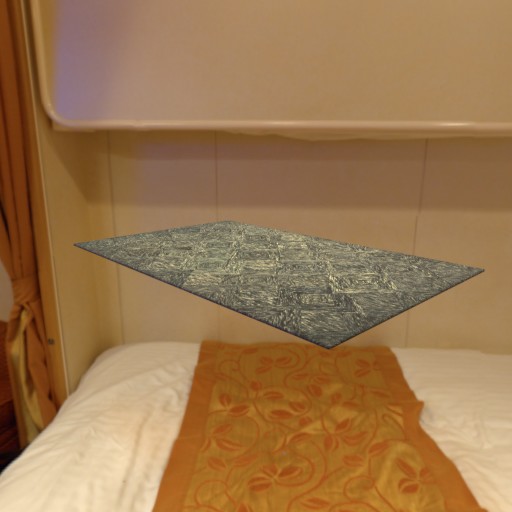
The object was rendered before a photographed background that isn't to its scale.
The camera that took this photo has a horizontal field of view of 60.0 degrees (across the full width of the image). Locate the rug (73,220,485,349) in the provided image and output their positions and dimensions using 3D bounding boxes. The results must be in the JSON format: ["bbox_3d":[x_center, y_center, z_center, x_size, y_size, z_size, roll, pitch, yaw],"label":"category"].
[{"bbox_3d":[0.000,0.000,2.915,1.478,0.017,2.330,-13,19,-42],"label":"rug"}]
